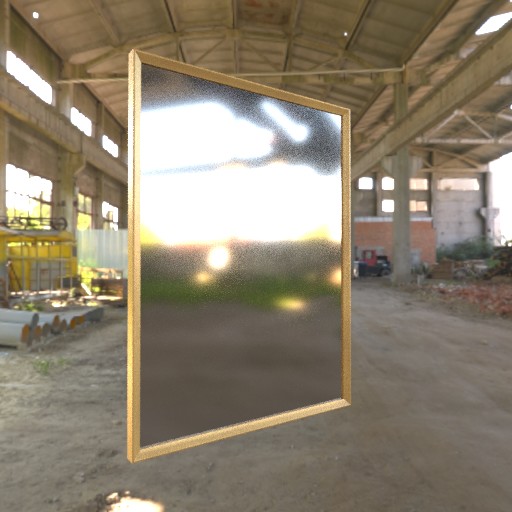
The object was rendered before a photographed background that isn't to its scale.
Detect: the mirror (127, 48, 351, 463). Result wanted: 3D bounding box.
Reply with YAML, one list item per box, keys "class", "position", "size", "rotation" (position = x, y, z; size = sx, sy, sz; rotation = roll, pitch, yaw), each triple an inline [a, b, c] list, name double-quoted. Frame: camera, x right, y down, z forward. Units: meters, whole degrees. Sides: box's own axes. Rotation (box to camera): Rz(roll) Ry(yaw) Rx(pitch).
- class: "mirror"
  position: [0.000, 0.000, 1.318]
  size: [0.762, 1.016, 0.041]
  rotation: [0, -1, -35]
